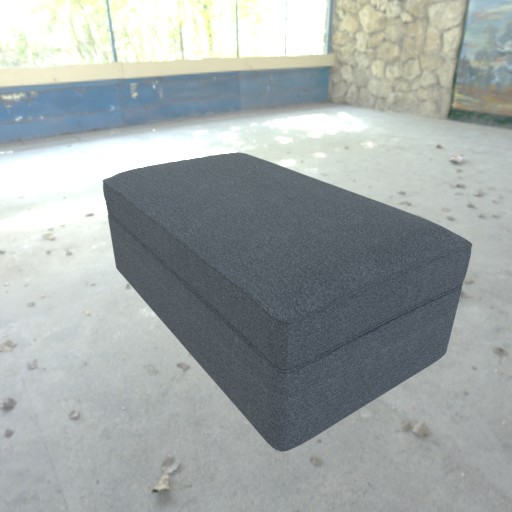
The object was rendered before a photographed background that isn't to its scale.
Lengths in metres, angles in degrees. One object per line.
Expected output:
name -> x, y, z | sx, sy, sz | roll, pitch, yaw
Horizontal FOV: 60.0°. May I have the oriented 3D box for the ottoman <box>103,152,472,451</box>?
ottoman -> 0.000, 0.000, 1.553 | 0.681, 0.494, 1.173 | -17, 32, -31
